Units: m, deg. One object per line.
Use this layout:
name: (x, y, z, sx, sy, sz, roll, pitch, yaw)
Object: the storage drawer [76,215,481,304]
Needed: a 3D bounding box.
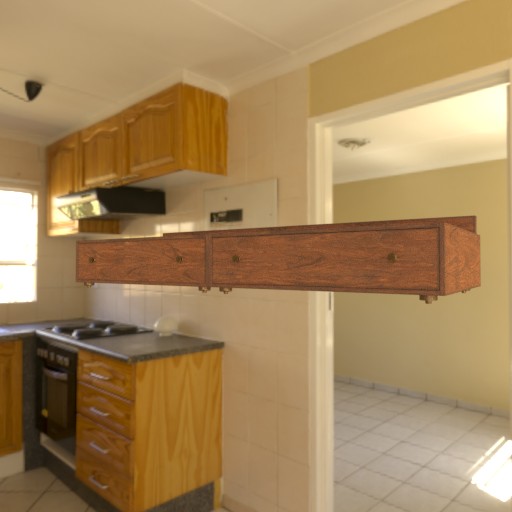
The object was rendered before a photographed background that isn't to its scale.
storage drawer: (0.000, 0.000, 2.213, 1.914, 0.339, 0.774, -1, -1, 34)
